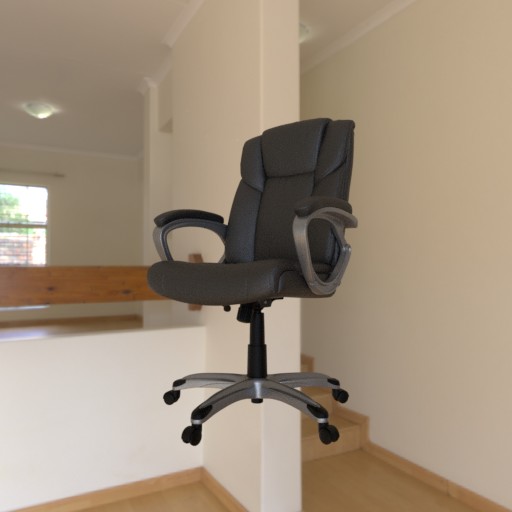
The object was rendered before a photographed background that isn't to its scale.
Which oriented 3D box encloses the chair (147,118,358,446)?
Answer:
[{"bbox_3d":[0.000,0.000,1.600,0.721,1.130,0.719,-1,-1,36],"label":"chair"}]
